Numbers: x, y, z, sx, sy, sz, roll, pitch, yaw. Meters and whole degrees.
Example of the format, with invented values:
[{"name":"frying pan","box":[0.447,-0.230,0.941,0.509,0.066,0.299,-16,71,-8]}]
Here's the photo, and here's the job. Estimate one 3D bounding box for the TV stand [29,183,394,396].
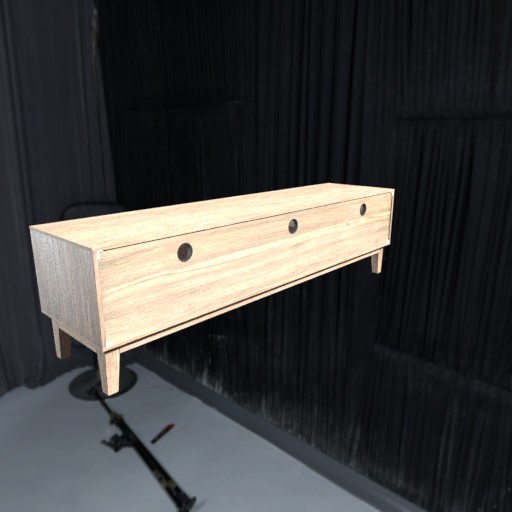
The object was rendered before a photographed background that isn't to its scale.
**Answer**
[{"name":"TV stand","box":[0.000,0.000,1.708,0.366,0.409,1.482,14,21,41]}]
